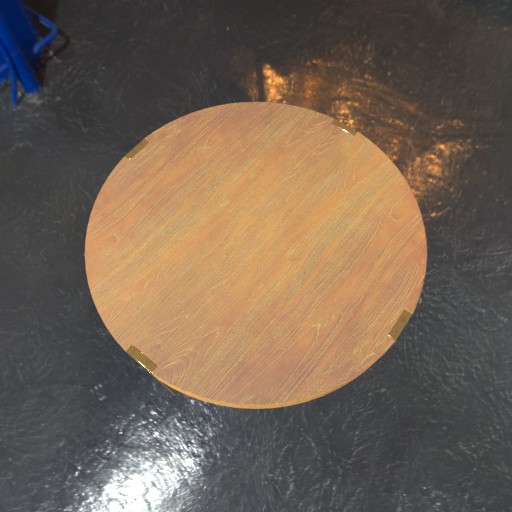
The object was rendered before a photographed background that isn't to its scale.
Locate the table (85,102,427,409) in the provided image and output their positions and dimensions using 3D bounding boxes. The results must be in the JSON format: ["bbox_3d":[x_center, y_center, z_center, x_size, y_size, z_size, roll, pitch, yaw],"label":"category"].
[{"bbox_3d":[0.000,0.000,1.638,1.100,0.420,1.100,0,64,0],"label":"table"}]
